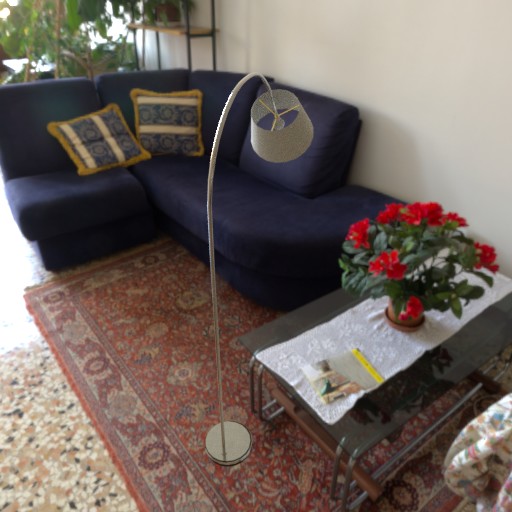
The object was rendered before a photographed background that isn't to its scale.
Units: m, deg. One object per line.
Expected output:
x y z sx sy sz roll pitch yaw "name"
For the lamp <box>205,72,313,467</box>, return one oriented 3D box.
0.000 0.000 2.681 0.406 2.098 1.445 9 33 14 "lamp"
